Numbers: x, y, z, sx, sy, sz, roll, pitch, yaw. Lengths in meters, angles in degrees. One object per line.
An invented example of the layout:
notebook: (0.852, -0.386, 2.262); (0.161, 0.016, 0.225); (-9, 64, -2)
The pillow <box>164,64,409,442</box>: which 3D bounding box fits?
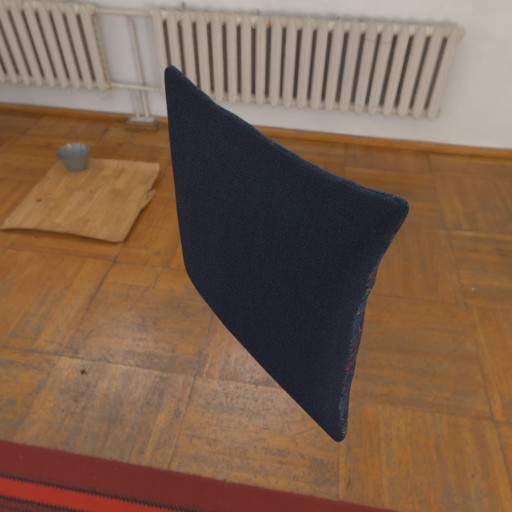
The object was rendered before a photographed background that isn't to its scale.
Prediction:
pillow: (0.000, 0.000, 0.638); (0.141, 0.431, 0.431); (-26, 49, -26)
